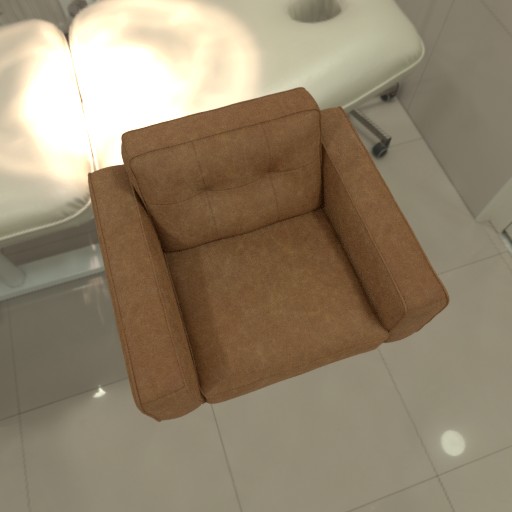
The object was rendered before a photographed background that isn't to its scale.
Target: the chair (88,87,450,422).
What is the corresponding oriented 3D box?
[{"bbox_3d":[0.000,0.000,1.765,1.118,0.782,0.952,-17,66,-8],"label":"chair"}]
